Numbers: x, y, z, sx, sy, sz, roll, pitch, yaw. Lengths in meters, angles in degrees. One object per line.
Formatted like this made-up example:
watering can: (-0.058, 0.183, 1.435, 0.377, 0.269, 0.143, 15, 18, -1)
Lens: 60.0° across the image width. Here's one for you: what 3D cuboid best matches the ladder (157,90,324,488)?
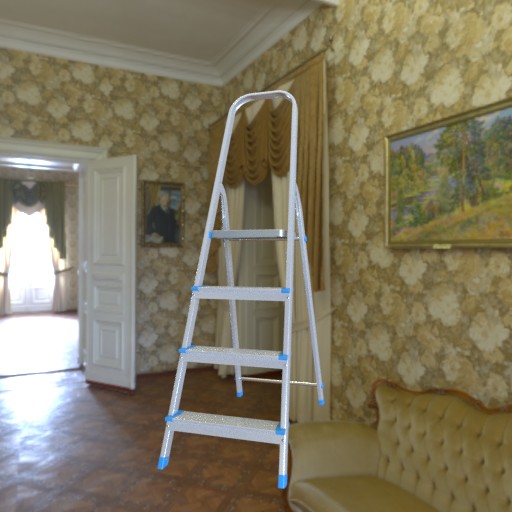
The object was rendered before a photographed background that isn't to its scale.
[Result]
ladder: (0.000, 0.000, 1.831, 0.445, 1.434, 0.842, 0, 0, 17)
